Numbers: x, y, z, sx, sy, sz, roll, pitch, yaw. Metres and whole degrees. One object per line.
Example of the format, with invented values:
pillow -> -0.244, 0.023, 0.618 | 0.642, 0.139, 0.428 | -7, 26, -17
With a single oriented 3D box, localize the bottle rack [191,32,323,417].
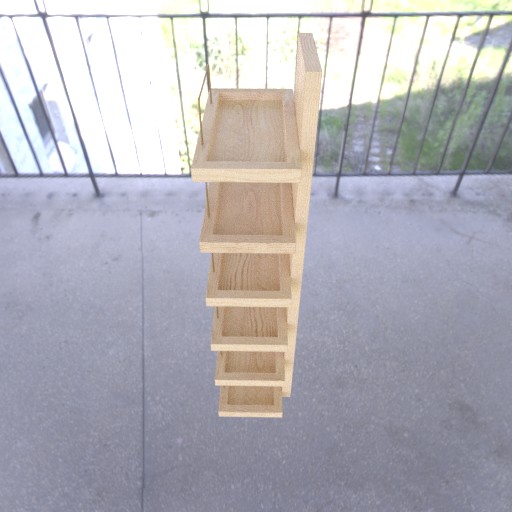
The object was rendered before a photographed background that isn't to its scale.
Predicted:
bottle rack -> 0.000, 0.000, 1.067 | 0.206, 0.943, 0.330 | 1, 42, 1
